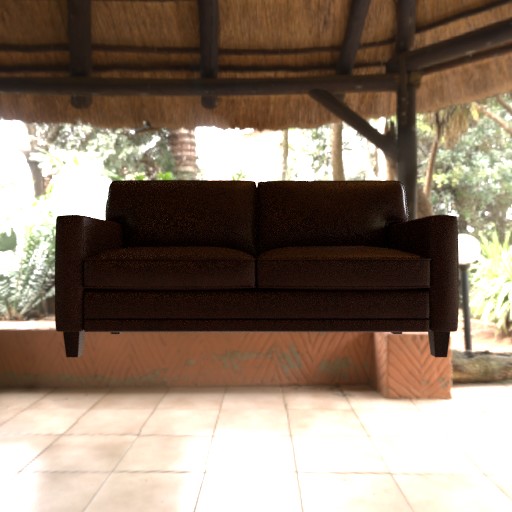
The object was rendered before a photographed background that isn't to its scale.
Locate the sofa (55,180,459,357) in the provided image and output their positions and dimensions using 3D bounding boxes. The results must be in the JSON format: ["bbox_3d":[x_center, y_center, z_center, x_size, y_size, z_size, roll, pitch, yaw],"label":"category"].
[{"bbox_3d":[0.000,0.000,2.400,1.876,0.928,0.912,0,0,0],"label":"sofa"}]
